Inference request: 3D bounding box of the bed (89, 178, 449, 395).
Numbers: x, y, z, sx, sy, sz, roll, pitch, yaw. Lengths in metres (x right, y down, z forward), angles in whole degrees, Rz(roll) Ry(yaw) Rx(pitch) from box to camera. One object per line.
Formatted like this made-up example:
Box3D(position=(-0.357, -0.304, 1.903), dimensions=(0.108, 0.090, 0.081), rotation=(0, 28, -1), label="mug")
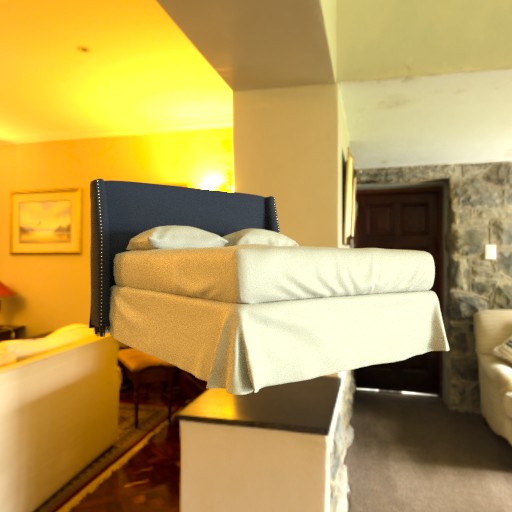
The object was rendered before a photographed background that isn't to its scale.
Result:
Box3D(position=(0.000, 0.000, 3.426), dimensions=(1.925, 1.332, 2.276), rotation=(0, 0, -35), label="bed")
